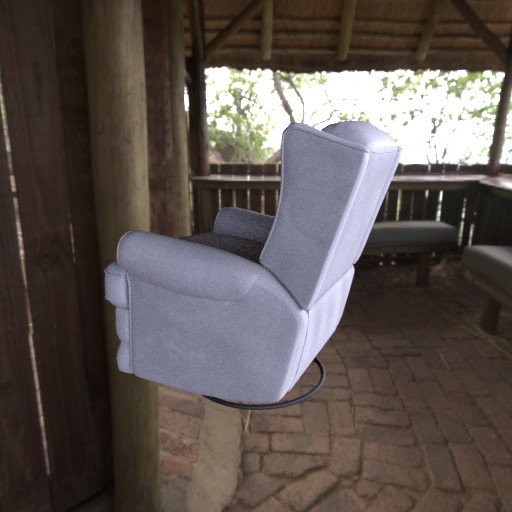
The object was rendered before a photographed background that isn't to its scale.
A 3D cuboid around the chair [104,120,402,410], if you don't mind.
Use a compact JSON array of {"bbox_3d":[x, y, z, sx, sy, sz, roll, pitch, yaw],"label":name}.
[{"bbox_3d":[0.000,0.000,1.760,0.969,1.011,0.847,7,16,25],"label":"chair"}]
